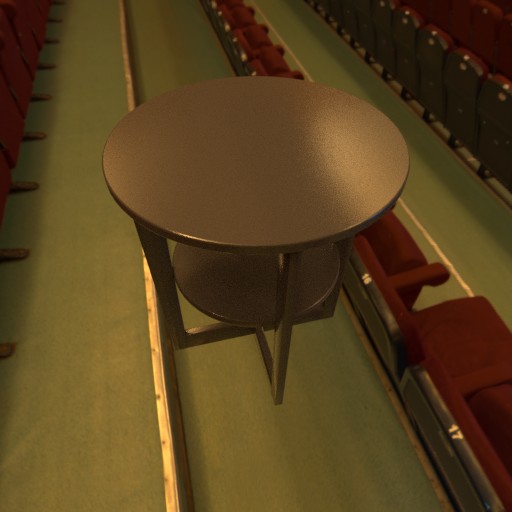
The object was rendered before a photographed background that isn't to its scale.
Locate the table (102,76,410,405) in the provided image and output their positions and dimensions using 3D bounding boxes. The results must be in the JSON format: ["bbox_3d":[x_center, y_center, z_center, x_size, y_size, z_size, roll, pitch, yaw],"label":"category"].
[{"bbox_3d":[0.000,0.000,0.934,0.500,0.550,0.500,0,46,0],"label":"table"}]
